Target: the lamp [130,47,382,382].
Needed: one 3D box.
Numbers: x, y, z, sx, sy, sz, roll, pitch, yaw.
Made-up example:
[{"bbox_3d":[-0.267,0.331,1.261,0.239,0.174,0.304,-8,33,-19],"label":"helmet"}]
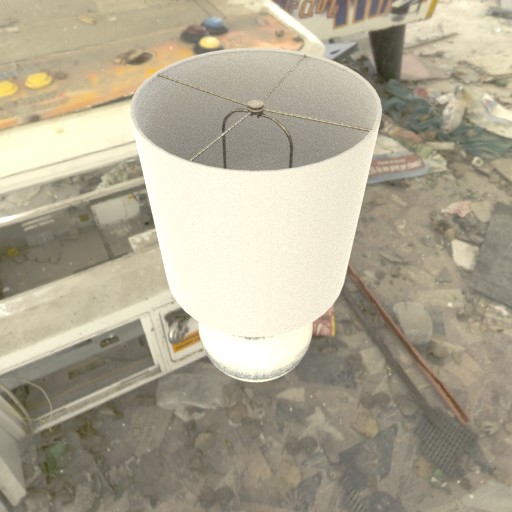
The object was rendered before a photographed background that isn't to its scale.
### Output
[{"bbox_3d":[0.000,0.000,0.534,0.216,0.404,0.216,-1,47,-1],"label":"lamp"}]
